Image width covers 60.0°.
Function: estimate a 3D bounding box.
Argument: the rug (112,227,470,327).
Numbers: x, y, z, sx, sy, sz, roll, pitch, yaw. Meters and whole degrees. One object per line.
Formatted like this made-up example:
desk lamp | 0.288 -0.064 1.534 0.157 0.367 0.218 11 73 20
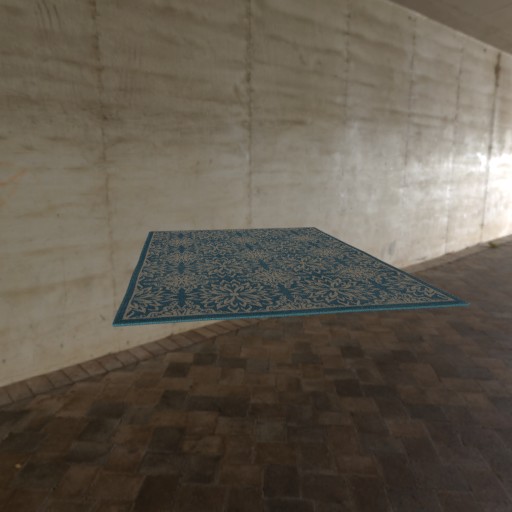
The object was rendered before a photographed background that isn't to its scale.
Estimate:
rug | 0.000 0.000 2.337 1.211 0.012 1.833 -2 12 -10
